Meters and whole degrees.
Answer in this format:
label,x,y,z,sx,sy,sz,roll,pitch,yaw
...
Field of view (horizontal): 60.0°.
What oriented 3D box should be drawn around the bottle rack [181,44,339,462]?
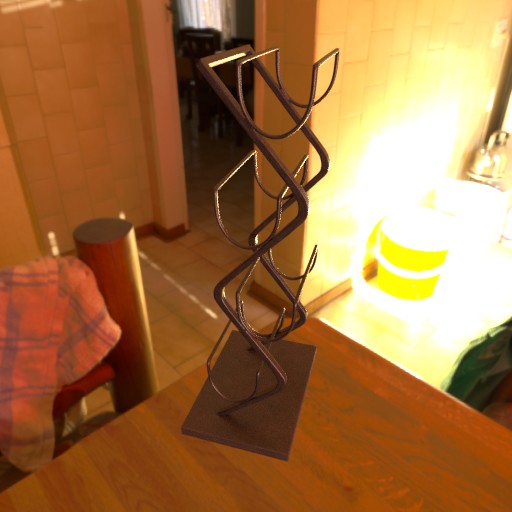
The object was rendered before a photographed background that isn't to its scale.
label,x,y,z,sx,sy,sz,roll,pitch,yaw
bottle rack,0.000,0.000,0.664,0.178,0.559,0.254,8,31,14
